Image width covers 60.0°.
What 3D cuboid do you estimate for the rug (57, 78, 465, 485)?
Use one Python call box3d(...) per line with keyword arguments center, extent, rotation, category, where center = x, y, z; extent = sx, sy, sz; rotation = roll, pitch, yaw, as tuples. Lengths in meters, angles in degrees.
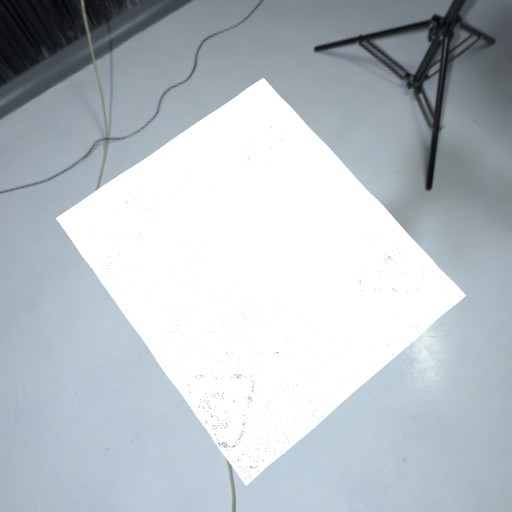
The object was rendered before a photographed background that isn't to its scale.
box3d(center=(0.000, 0.000, 0.892), extent=(0.548, 0.006, 0.639), rotation=(-37, 78, -10), category="rug")
